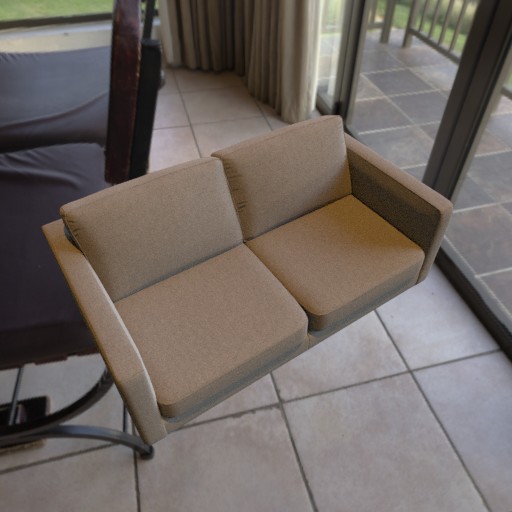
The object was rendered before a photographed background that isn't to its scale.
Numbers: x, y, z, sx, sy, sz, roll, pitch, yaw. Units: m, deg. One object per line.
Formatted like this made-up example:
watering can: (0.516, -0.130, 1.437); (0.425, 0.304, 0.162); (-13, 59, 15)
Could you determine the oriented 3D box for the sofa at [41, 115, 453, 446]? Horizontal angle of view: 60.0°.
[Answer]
sofa: (0.000, 0.000, 2.275); (1.731, 0.900, 1.000); (-25, 51, -23)
